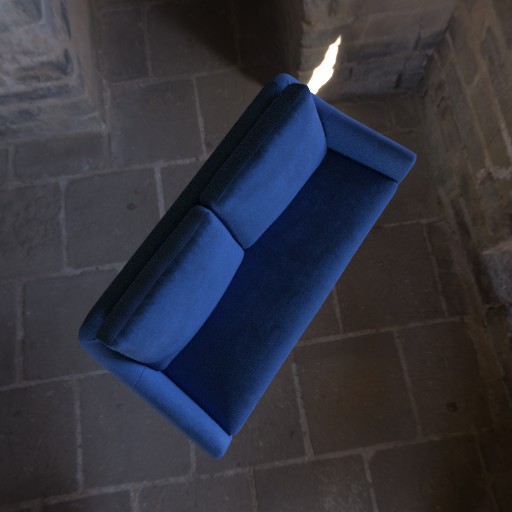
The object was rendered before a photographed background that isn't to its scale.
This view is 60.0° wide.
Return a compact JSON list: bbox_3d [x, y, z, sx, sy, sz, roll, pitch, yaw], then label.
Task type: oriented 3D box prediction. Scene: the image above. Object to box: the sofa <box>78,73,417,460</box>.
[{"bbox_3d":[0.000,0.000,2.619,0.960,0.903,2.036,34,79,8],"label":"sofa"}]
